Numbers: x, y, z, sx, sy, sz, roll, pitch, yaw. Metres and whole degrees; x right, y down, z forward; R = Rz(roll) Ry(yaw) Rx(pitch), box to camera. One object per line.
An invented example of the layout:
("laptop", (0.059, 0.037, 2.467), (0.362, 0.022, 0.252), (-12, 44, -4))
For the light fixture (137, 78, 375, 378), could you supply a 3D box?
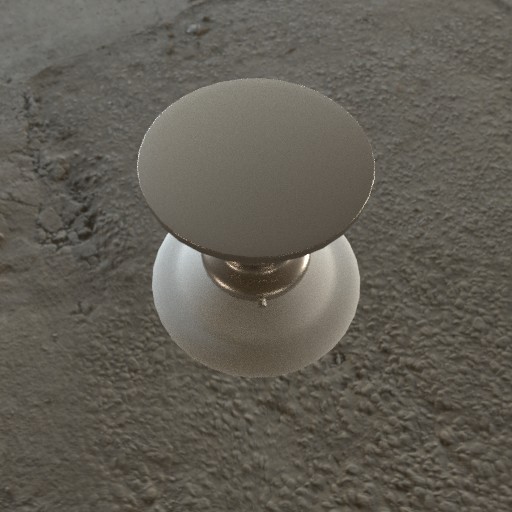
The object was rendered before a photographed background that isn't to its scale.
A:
("light fixture", (0.000, 0.000, 0.395), (0.199, 0.254, 0.199), (0, 59, 0))
